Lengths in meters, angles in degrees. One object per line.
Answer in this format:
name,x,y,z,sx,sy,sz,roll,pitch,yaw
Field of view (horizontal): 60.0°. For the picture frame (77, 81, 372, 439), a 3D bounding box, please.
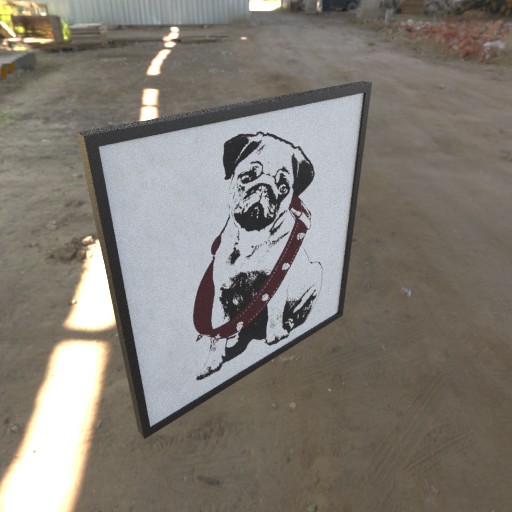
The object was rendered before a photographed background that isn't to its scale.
picture frame,0.000,0.000,1.157,0.775,0.775,0.032,-24,38,-34
